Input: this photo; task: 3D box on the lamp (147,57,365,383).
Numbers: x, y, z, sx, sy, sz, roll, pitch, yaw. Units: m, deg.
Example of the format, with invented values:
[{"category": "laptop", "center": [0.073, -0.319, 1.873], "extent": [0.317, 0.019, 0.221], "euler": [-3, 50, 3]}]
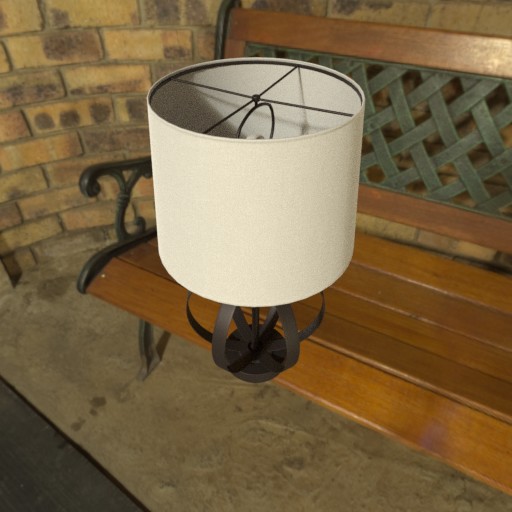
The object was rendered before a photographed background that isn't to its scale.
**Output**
[{"category": "lamp", "center": [0.000, 0.000, 0.686], "extent": [0.286, 0.510, 0.286], "euler": [0, 41, 0]}]
